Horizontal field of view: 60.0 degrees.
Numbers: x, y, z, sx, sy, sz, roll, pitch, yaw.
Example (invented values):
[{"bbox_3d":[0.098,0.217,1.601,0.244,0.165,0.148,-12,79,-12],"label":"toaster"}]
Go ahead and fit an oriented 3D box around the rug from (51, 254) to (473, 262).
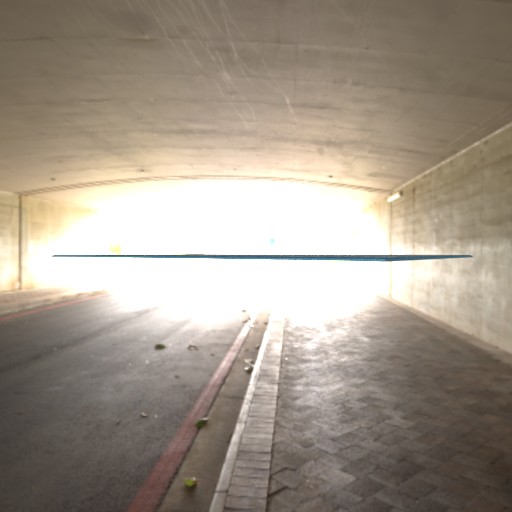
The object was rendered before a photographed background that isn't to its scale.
[{"bbox_3d":[0.000,0.000,2.304,1.833,0.012,1.211,0,1,37],"label":"rug"}]
